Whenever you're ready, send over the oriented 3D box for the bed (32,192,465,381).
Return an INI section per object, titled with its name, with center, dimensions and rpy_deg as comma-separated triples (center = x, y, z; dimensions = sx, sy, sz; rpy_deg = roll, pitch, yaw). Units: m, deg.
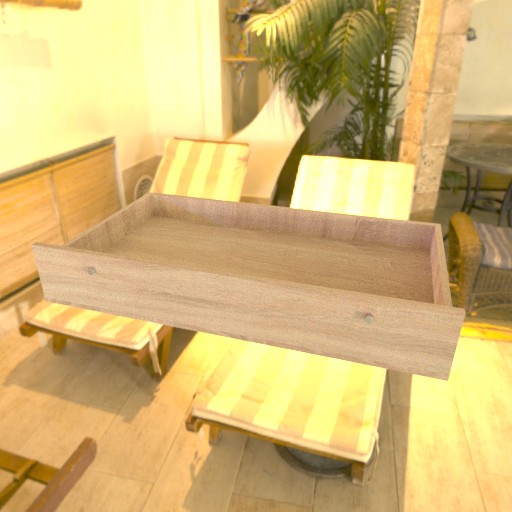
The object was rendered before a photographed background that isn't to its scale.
[bed]
center = 0.000, 0.000, 1.490
dimensions = 1.200, 0.209, 0.685
rpy_deg = 8, 28, 16
